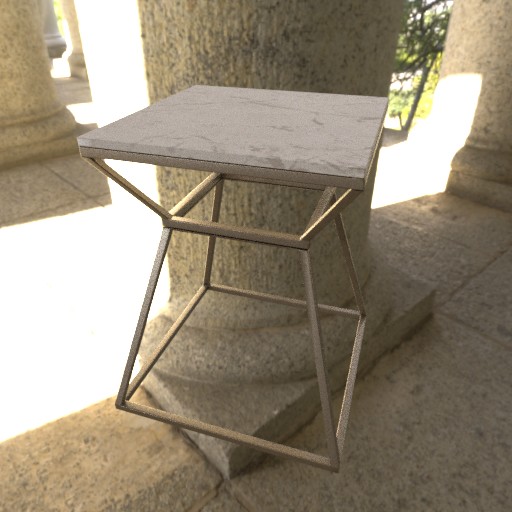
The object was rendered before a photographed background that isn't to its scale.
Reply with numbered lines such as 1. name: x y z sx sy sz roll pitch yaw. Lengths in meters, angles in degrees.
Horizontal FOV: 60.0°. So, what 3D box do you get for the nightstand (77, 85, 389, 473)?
1. nightstand: 0.000 0.000 0.884 0.455 0.554 0.455 10 33 15
